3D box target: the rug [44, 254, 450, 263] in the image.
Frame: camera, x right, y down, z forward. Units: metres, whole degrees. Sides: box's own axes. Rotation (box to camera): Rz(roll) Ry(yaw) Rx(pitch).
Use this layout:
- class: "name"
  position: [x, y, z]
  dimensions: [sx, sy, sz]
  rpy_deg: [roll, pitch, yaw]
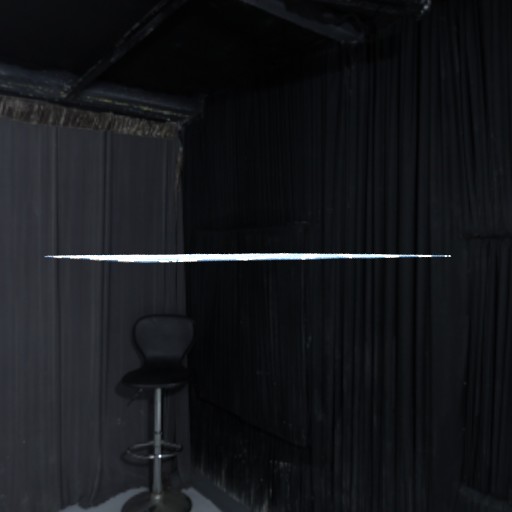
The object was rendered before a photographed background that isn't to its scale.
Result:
- class: "rug"
  position: [0.000, 0.000, 2.263]
  dimensions: [1.755, 0.010, 1.153]
  rpy_deg: [-1, 1, -38]
